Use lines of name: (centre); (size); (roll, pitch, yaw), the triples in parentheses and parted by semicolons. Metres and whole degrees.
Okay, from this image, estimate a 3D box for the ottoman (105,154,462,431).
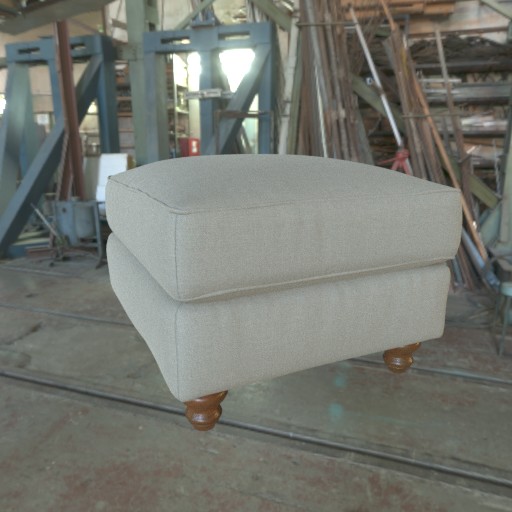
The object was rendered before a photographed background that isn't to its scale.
ottoman: (0.000, 0.000, 1.127); (0.662, 0.505, 0.716); (-7, 16, -25)
